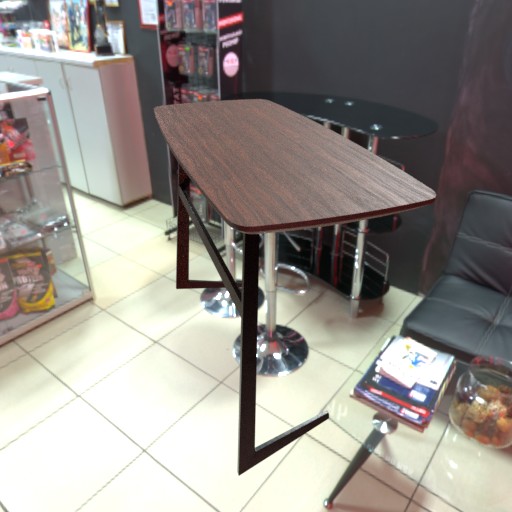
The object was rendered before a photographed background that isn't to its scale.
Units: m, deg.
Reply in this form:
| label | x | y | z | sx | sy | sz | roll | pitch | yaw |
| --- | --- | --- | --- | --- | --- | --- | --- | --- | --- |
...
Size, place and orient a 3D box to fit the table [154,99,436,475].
| label | x | y | z | sx | sy | sz | roll | pitch | yaw |
| --- | --- | --- | --- | --- | --- | --- | --- | --- | --- |
| table | 0.000 | 0.000 | 1.080 | 0.361 | 0.576 | 0.804 | -10 | 32 | -16 |
